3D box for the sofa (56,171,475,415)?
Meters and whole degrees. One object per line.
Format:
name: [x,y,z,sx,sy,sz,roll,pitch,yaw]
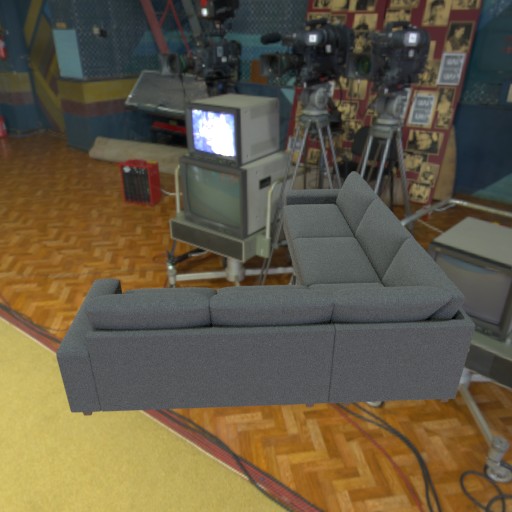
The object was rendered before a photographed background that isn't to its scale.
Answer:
sofa: [0.000,0.000,4.583,2.895,0.965,3.277,-1,27,-2]
